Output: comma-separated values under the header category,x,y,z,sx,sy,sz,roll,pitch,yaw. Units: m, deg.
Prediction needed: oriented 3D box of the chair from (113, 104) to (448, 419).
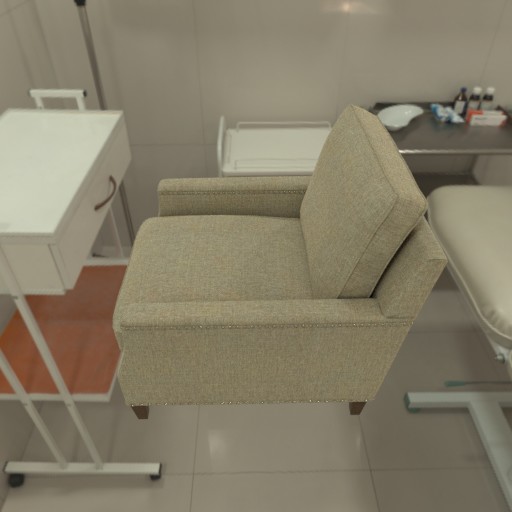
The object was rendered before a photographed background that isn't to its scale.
category,x,y,z,sx,sy,sz,roll,pitch,yaw
chair,0.000,0.000,1.703,1.014,0.943,0.853,-1,40,-1
